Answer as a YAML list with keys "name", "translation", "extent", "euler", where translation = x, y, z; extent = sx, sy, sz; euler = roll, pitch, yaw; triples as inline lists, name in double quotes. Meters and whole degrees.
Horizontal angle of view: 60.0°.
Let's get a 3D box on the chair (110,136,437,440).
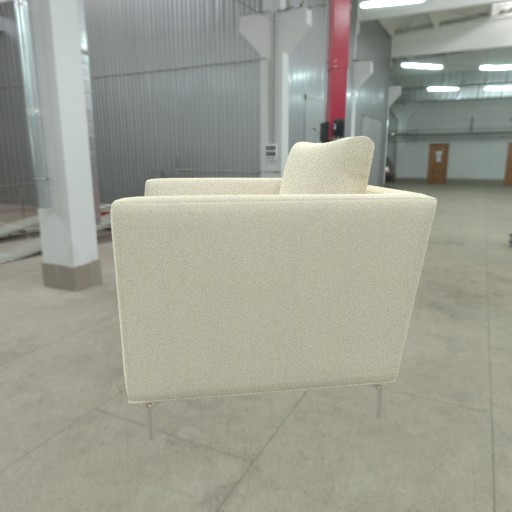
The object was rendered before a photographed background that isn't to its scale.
- name: "chair"
  translation: [0.000, 0.000, 1.686]
  extent: [0.889, 0.865, 1.041]
  euler: [-2, 13, -9]
